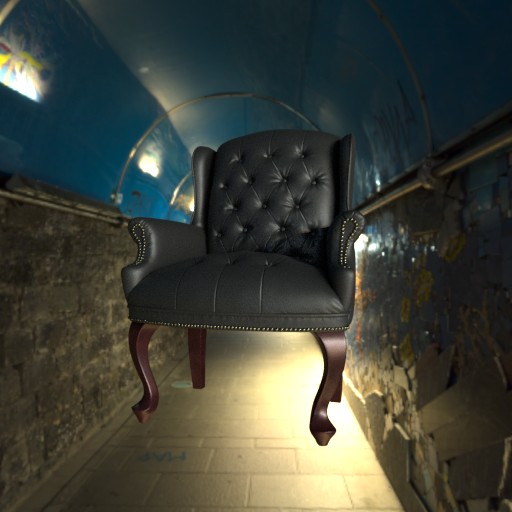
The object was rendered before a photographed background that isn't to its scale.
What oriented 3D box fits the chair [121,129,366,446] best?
[{"bbox_3d":[0.000,0.000,1.682,0.838,1.111,0.762,0,0,18],"label":"chair"}]
